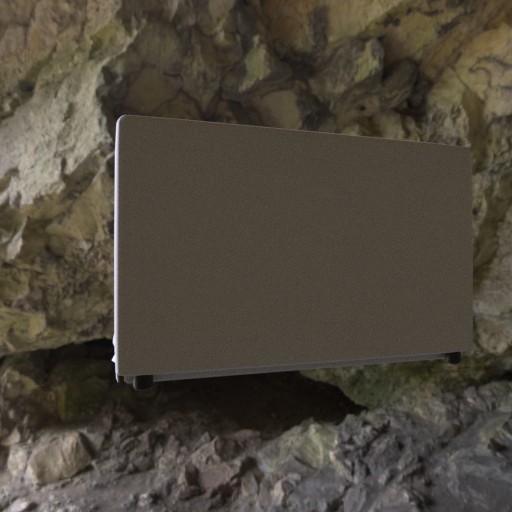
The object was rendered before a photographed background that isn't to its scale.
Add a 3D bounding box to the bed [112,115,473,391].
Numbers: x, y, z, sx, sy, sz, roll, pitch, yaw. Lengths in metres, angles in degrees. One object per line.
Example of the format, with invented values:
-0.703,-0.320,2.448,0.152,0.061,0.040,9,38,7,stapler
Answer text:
0.000,0.000,3.451,2.119,1.317,2.341,0,-1,-17,bed
